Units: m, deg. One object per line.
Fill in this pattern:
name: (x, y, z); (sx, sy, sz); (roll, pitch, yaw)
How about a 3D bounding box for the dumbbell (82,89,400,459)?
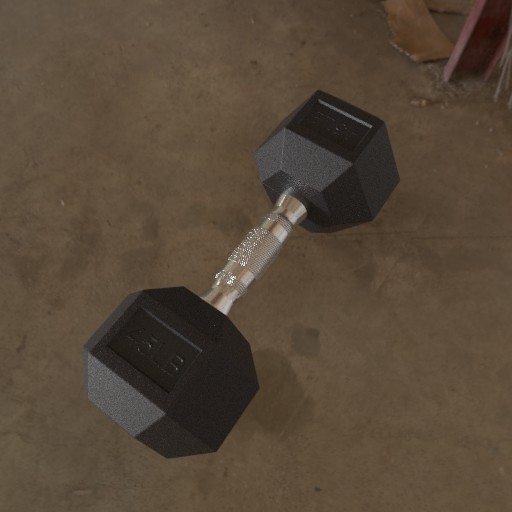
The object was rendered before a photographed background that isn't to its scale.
dumbbell: (0.000, 0.000, 0.409); (0.141, 0.123, 0.356); (32, 68, 15)
